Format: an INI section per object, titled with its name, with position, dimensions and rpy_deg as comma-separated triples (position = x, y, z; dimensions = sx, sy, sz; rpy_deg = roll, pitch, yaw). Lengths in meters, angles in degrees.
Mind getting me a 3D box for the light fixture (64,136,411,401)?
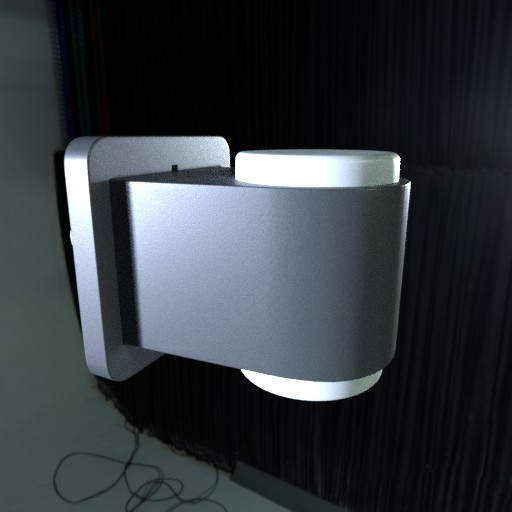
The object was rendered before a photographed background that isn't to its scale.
[light fixture]
position = 0.000, 0.000, 0.208
dimensions = 0.132, 0.109, 0.109
rpy_deg = 8, 17, 26
